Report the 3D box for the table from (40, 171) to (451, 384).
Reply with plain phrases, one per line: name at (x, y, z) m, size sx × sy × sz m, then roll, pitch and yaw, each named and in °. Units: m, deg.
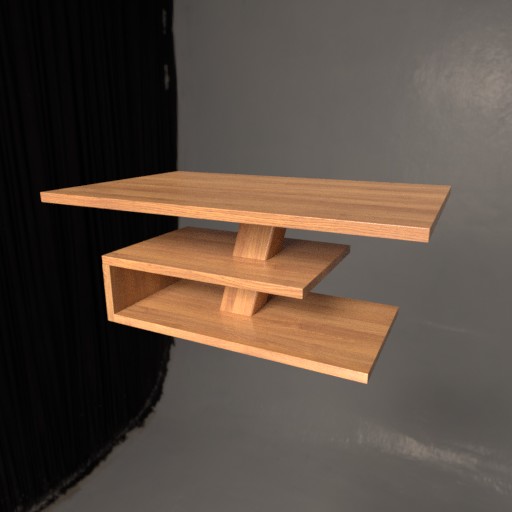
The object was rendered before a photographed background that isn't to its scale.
table at (0.000, 0.000, 1.462) m, size 1.100 × 0.442 × 0.700 m, roll 8°, pitch 18°, yaw 25°
